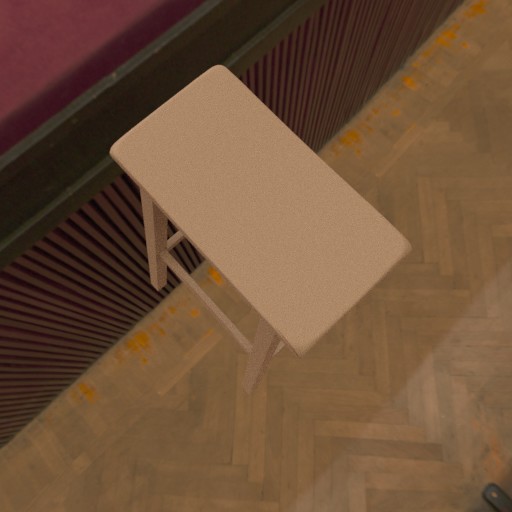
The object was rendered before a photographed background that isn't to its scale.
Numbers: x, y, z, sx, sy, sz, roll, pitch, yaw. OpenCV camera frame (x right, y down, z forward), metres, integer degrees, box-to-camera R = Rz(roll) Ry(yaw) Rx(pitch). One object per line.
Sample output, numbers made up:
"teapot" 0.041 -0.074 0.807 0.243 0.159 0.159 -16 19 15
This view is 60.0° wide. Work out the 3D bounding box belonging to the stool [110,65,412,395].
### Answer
"stool" 0.000 0.000 1.039 0.476 0.737 0.457 -42 79 -10
